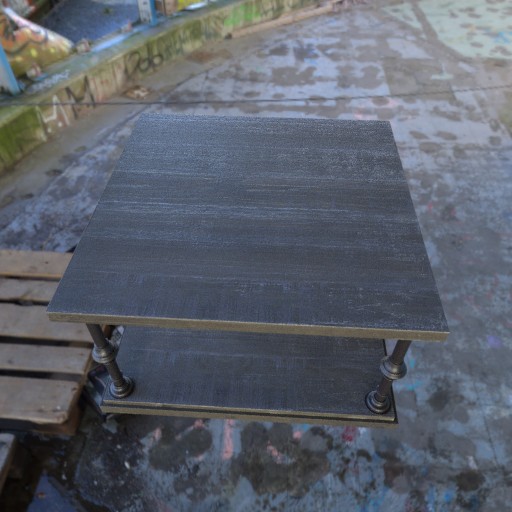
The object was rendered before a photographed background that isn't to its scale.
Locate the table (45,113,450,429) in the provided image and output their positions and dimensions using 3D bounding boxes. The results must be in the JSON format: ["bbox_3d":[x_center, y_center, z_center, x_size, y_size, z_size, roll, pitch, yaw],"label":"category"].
[{"bbox_3d":[0.000,0.000,1.144,0.696,0.400,0.696,3,46,2],"label":"table"}]
